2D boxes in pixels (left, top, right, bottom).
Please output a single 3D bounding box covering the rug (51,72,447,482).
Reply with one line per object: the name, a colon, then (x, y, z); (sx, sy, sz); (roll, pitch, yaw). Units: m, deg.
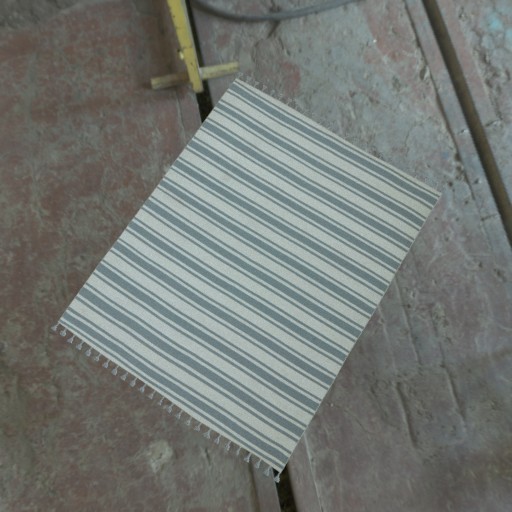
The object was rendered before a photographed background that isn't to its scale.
rug: (0.000, 0.000, 4.207); (2.439, 0.005, 3.201); (32, 79, 7)
